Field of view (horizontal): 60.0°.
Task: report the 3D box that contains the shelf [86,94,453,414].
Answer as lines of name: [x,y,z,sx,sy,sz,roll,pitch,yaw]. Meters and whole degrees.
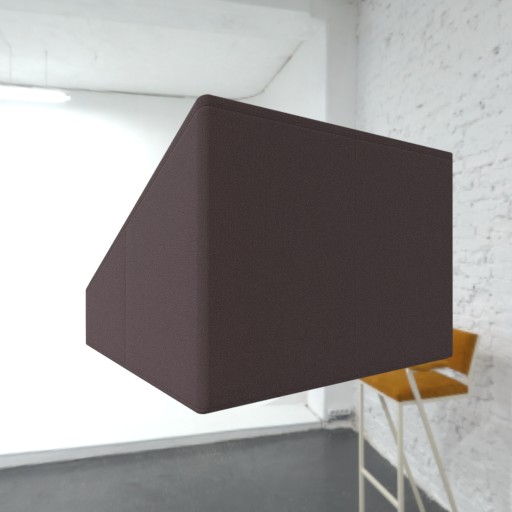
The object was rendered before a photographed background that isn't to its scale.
shelf: [0.000,0.000,0.488,0.292,0.210,0.292,0,0,-35]
